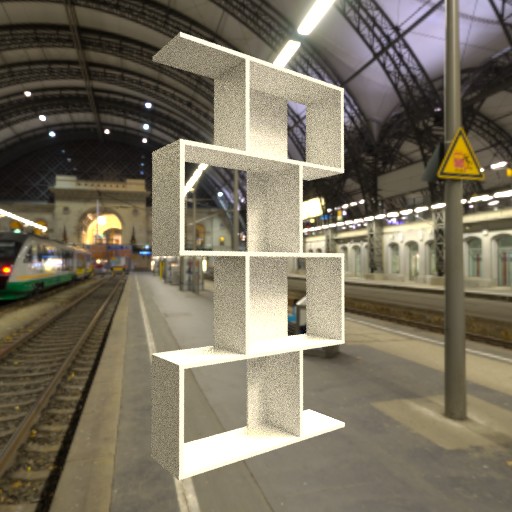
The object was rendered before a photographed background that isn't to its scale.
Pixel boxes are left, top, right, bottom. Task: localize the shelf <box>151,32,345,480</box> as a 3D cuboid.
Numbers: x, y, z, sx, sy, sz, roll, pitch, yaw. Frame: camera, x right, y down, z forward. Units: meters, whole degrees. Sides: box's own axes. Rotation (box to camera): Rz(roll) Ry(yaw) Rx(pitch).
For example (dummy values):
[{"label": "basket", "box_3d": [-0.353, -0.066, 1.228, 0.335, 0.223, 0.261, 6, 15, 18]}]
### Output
[{"label": "shelf", "box_3d": [0.000, 0.000, 1.997, 0.890, 1.650, 0.250, 1, -1, -37]}]
